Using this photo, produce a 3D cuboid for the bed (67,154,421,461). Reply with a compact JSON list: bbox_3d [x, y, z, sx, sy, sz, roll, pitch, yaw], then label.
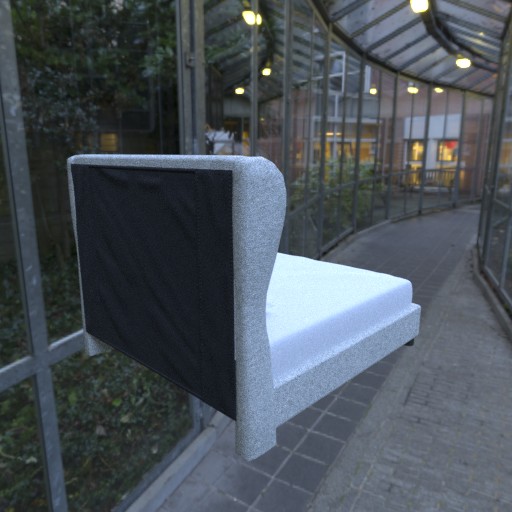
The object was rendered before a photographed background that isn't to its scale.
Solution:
[{"bbox_3d":[0.000,0.000,3.963,2.219,1.771,2.347,12,18,43],"label":"bed"}]
